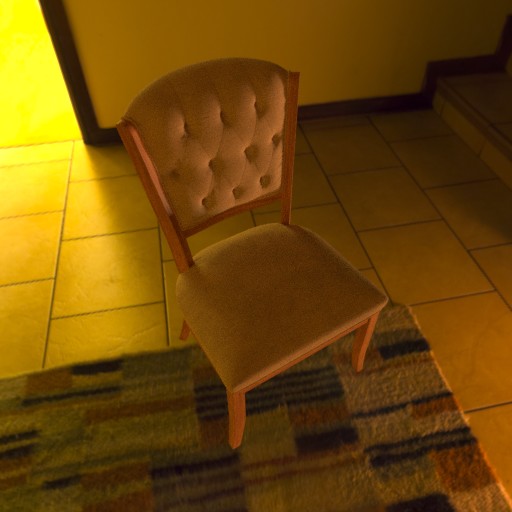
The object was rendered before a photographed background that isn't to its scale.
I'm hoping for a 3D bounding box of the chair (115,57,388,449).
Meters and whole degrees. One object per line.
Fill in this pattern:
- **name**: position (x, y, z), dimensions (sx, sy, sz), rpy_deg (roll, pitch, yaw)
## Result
- **chair**: position (0.000, 0.000, 1.259), dimensions (0.513, 0.905, 0.584), rpy_deg (-24, 51, -21)
